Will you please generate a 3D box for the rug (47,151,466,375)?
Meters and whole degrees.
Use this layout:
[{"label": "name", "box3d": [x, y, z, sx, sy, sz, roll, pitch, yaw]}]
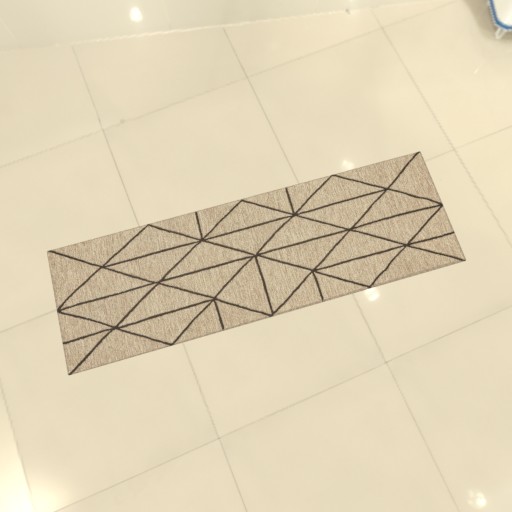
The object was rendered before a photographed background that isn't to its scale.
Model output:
[{"label": "rug", "box3d": [0.000, 0.000, 2.697, 2.438, 0.012, 0.762, -16, 76, -4]}]
